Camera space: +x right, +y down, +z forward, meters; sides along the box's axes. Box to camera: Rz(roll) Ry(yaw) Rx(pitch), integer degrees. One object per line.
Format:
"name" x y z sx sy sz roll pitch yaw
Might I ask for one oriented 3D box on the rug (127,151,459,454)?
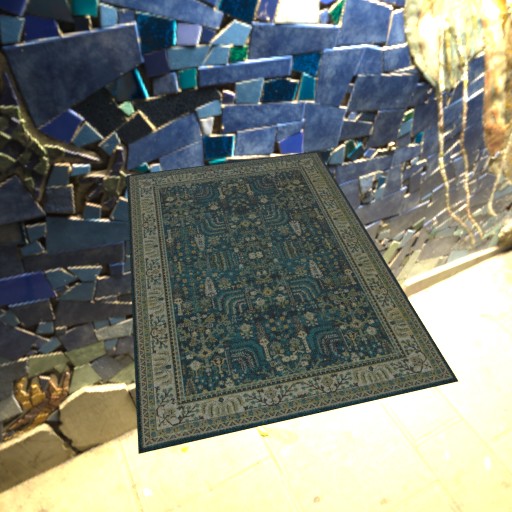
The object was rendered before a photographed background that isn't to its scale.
"rug" 0.000 0.000 2.877 1.594 0.013 2.213 -9 46 -9
